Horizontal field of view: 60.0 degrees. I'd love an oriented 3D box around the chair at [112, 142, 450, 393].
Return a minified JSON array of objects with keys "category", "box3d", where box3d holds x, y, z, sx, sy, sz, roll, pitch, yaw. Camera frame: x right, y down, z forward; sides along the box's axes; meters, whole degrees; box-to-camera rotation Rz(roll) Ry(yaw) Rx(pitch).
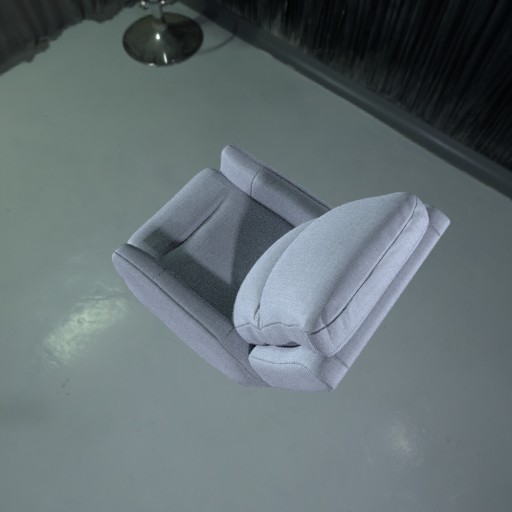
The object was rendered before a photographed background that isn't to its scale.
[{"category":"chair","box3d":[0.000,0.000,1.810,1.080,1.030,0.829,35,68,16]}]
